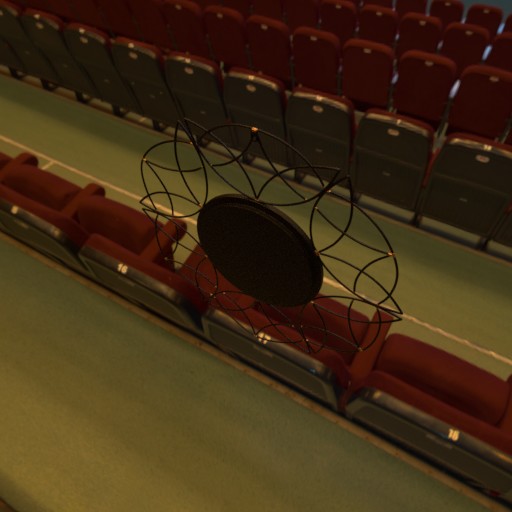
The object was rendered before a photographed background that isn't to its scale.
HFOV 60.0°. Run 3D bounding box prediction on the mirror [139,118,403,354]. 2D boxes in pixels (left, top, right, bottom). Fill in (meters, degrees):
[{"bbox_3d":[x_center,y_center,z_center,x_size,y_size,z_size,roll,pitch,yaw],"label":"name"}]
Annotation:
[{"bbox_3d":[0.000,0.000,1.176,0.797,0.775,0.028,23,52,20],"label":"mirror"}]
